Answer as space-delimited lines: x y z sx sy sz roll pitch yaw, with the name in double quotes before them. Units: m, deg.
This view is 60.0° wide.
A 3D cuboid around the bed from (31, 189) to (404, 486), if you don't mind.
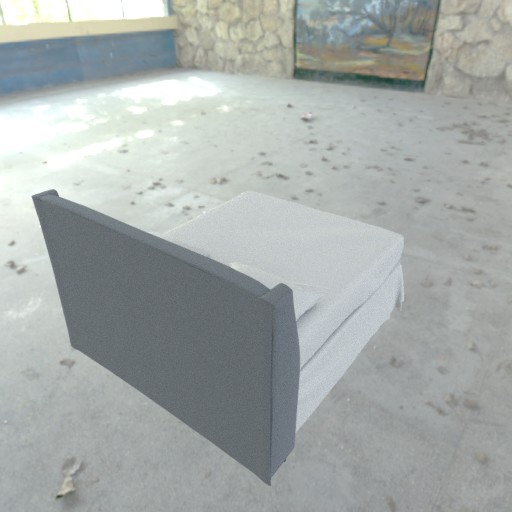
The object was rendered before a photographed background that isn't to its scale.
"bed" 0.000 0.000 3.423 1.925 1.332 2.276 21 37 31
